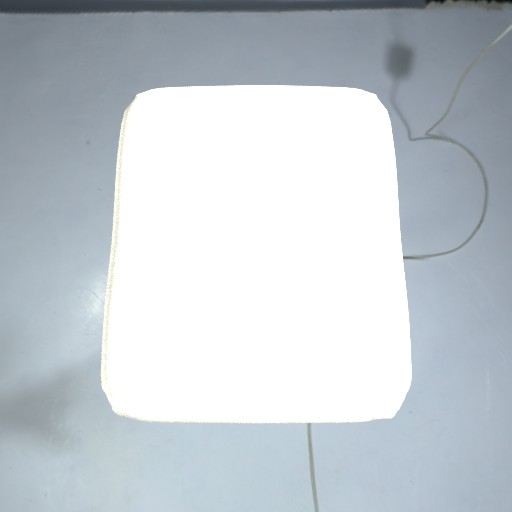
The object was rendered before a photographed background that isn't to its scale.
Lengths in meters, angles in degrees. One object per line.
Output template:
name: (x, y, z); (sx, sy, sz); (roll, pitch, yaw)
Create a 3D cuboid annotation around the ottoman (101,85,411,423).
ottoman: (0.000, 0.000, 1.083); (0.622, 0.450, 0.747); (0, 75, 0)
